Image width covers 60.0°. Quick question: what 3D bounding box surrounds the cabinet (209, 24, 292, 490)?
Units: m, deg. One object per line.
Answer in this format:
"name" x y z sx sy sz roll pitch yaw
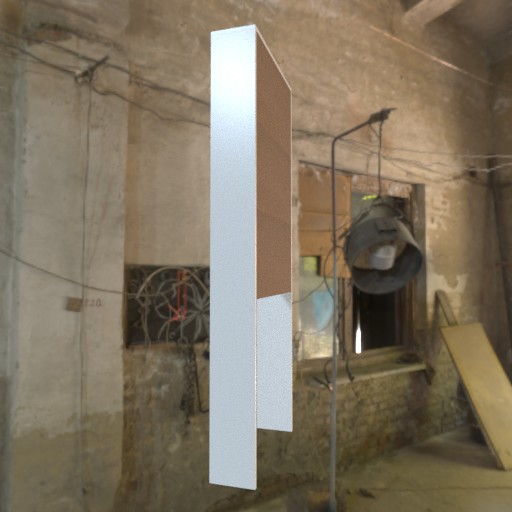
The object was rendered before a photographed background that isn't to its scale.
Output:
"cabinet" 0.000 0.000 2.019 0.192 1.770 0.643 -1 -2 17
